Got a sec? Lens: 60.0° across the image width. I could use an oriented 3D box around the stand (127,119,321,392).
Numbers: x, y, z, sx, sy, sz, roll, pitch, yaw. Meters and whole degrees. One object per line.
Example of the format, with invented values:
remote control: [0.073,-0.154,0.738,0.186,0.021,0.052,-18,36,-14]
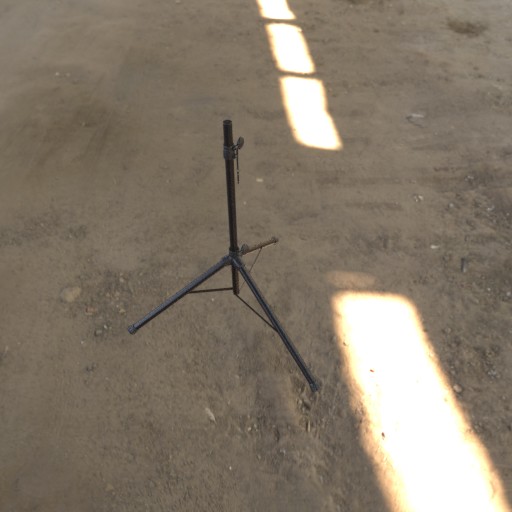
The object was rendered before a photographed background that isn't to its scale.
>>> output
stand: [0.000,0.000,1.903,1.045,1.136,0.907,-31,54,-26]
